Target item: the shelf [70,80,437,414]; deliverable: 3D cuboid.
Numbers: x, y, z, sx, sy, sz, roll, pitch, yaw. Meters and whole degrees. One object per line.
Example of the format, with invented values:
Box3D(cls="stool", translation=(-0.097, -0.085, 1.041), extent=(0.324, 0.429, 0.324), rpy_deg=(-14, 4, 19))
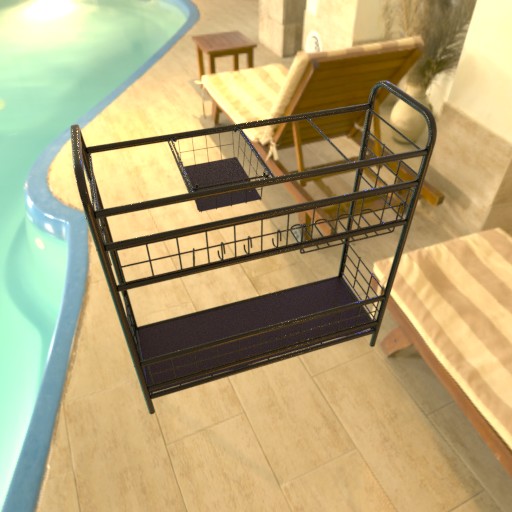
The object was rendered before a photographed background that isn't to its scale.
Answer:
Box3D(cls="shelf", translation=(0.000, 0.000, 1.545), extent=(0.961, 1.026, 0.350), rpy_deg=(-13, 44, -14))
